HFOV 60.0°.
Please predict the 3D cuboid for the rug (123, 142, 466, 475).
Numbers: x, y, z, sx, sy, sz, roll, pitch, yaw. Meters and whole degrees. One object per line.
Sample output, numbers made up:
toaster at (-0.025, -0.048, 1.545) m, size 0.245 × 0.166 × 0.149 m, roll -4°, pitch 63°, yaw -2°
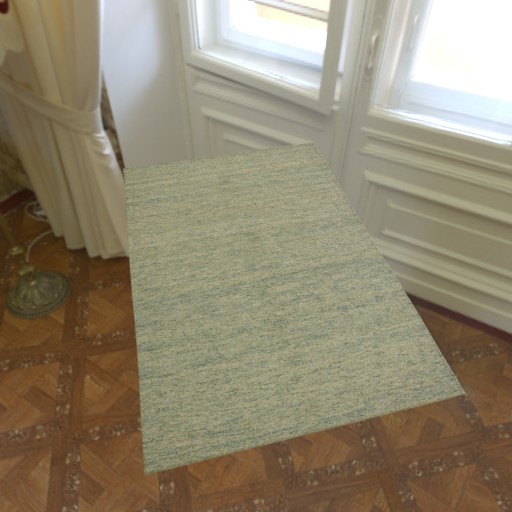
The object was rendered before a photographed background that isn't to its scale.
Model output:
rug at (0.000, 0.000, 2.785) m, size 1.547 × 0.013 × 2.283 m, roll -10°, pitch 47°, yaw -9°
